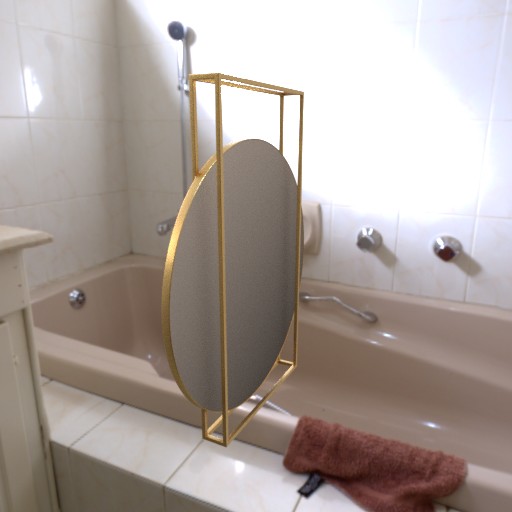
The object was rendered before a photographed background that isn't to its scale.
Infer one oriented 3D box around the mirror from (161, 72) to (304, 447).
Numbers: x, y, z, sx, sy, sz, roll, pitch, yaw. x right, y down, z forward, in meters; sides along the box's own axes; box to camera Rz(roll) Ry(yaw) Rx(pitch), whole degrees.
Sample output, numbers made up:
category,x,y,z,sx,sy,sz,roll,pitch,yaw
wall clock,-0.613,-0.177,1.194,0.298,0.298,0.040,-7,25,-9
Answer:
category,x,y,z,sx,sy,sz,roll,pitch,yaw
mirror,0.000,0.000,0.831,0.051,0.603,0.508,8,17,27
